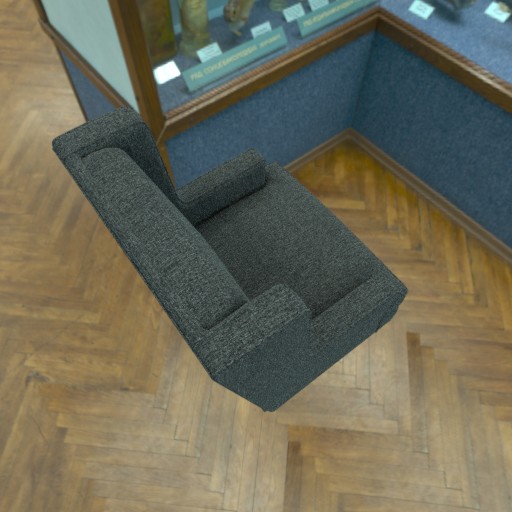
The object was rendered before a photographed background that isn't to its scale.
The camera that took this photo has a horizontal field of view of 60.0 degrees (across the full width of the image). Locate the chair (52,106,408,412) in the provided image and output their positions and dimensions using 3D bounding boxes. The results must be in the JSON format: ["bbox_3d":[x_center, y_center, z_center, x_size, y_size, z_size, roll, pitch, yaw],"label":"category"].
[{"bbox_3d":[0.000,0.000,1.782,0.927,1.082,0.942,-32,64,-18],"label":"chair"}]
